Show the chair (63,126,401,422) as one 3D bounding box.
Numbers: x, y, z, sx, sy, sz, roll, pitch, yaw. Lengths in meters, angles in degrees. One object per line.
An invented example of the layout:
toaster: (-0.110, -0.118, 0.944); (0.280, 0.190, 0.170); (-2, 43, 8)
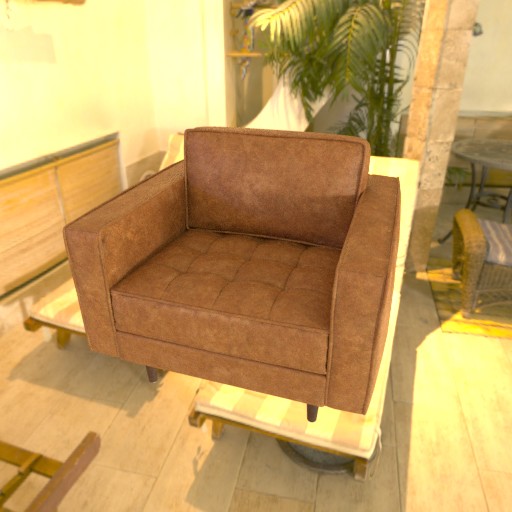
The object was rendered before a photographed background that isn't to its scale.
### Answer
chair: (0.000, 0.000, 1.520); (0.928, 0.767, 0.798); (9, 29, 16)
